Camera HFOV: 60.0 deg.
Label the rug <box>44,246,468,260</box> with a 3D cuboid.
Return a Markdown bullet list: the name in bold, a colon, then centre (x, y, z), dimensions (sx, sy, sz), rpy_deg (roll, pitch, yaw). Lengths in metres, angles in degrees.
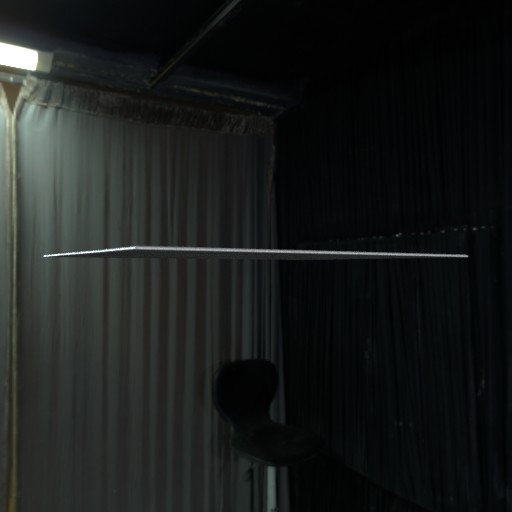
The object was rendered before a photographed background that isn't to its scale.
- **rug**: centre (0.000, 0.000, 2.854), dimensions (2.213, 0.014, 1.608), rpy_deg (1, -2, -36)
